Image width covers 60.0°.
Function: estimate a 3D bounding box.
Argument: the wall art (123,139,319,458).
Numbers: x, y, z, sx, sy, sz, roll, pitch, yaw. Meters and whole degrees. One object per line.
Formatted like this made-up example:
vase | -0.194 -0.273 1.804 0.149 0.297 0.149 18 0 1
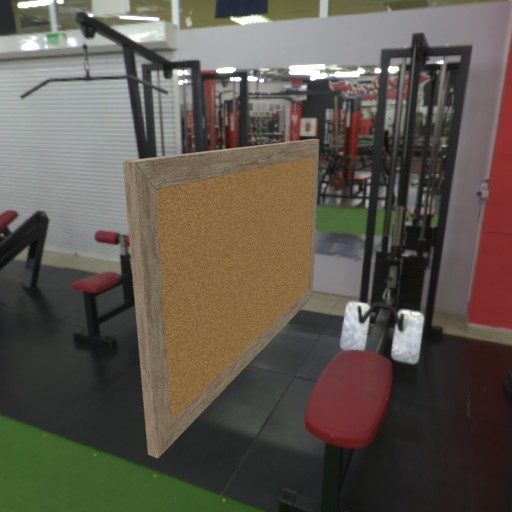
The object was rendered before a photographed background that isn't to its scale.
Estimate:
wall art | 0.000 0.000 0.998 0.021 0.480 0.780 8 19 25
